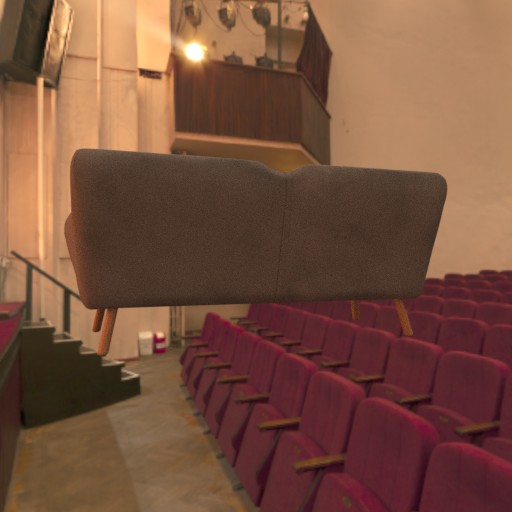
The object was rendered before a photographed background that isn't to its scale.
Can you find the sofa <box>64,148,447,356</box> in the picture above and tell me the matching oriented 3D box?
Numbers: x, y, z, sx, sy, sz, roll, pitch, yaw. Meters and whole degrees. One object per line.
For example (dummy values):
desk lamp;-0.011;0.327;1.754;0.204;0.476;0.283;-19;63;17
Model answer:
sofa;0.000;0.000;2.265;1.870;0.810;0.850;0;0;-18
